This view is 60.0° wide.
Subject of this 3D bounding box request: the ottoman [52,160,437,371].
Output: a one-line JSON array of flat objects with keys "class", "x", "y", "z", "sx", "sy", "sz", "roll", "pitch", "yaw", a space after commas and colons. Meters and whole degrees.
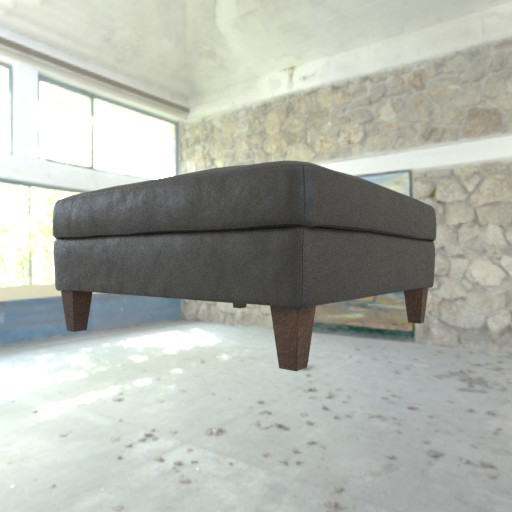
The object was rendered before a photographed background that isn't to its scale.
[{"class": "ottoman", "x": 0.000, "y": 0.000, "z": 1.309, "sx": 0.836, "sy": 0.415, "sz": 0.844, "roll": 0, "pitch": 0, "yaw": 37}]
